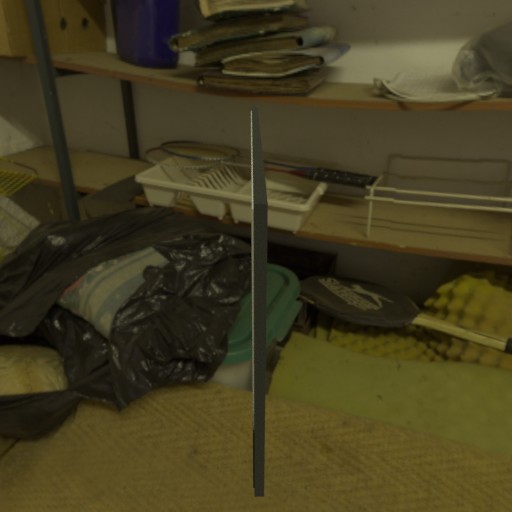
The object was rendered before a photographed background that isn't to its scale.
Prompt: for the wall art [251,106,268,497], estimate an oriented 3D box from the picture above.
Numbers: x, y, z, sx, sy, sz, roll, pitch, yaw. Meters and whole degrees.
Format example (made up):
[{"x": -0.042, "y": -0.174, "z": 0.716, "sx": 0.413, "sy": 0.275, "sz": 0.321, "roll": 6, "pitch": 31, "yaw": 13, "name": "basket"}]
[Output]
[{"x": 0.000, "y": 0.000, "z": 1.503, "sx": 0.028, "sy": 0.805, "sz": 1.190, "roll": 0, "pitch": 27, "yaw": -1, "name": "wall art"}]
